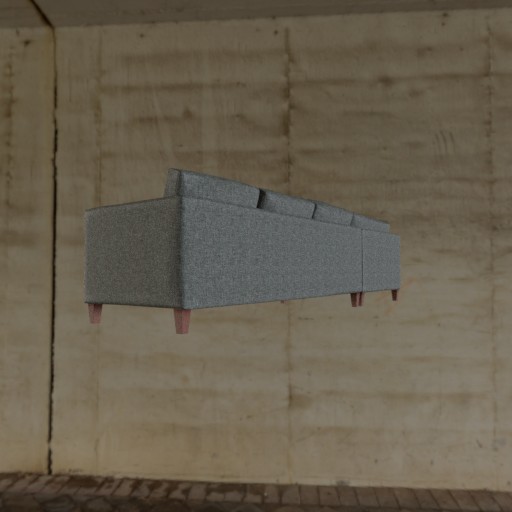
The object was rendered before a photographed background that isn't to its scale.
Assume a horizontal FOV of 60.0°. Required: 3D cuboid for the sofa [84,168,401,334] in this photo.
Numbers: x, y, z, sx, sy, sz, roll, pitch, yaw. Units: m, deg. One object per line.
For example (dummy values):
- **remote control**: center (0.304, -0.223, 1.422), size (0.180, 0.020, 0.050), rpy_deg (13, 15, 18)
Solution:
- **sofa**: center (0.000, 0.000, 4.196), size (1.635, 0.960, 3.485), rpy_deg (-1, -2, 37)
